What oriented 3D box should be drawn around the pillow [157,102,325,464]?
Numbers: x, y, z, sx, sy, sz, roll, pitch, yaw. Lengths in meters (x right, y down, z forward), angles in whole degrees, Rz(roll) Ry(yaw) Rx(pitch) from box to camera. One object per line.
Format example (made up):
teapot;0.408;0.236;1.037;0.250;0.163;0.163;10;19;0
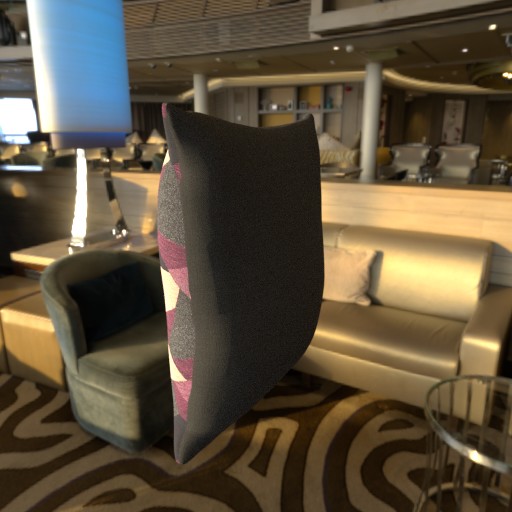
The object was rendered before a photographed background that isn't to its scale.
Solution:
pillow;0.000;0.000;0.779;0.208;0.496;0.503;7;17;26
